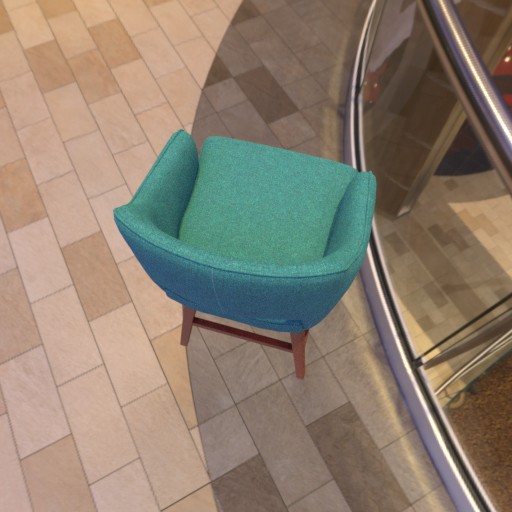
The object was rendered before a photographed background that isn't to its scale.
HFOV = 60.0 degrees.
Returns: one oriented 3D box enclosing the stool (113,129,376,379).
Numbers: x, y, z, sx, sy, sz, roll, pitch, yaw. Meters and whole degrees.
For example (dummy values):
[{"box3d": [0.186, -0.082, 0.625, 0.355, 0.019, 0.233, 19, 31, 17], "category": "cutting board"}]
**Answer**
[{"box3d": [0.000, 0.000, 1.284, 0.548, 0.961, 0.556, 14, 65, 7], "category": "stool"}]
